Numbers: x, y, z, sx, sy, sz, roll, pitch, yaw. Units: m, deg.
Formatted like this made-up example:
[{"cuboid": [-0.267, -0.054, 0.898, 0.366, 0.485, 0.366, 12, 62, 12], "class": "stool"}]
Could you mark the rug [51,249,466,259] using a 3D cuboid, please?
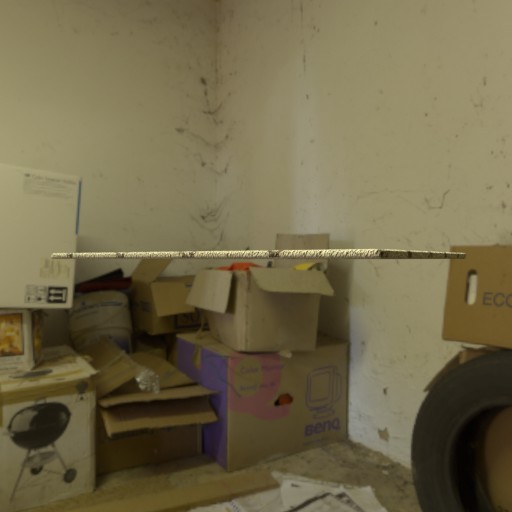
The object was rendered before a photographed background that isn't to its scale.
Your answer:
[{"cuboid": [0.000, 0.000, 2.290, 1.778, 0.030, 1.219, 0, 0, 36], "class": "rug"}]
